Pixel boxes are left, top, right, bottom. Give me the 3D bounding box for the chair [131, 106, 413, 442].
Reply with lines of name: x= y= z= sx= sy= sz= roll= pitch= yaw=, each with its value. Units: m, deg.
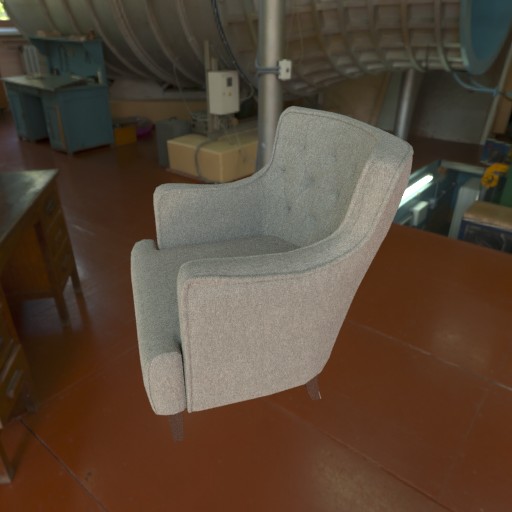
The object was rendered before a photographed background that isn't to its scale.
chair: x=0.000 y=0.000 z=1.612 sx=0.910 sy=0.920 sz=0.820 roll=-8 pitch=30 yaw=-15
